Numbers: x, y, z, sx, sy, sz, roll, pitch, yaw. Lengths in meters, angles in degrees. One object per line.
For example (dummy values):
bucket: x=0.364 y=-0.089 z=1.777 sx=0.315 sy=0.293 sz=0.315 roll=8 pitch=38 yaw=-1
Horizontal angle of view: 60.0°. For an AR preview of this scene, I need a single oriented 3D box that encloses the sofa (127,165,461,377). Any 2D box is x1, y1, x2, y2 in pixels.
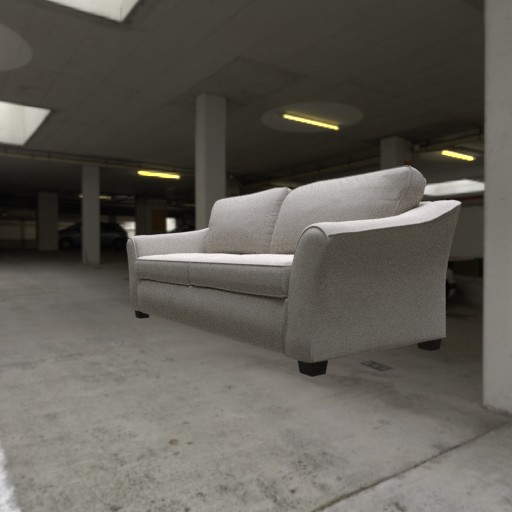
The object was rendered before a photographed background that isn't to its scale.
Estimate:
sofa: x=0.000 y=0.000 z=2.863 sx=0.980 sy=0.965 sz=2.270 roll=-1 pitch=1 yaw=-36
